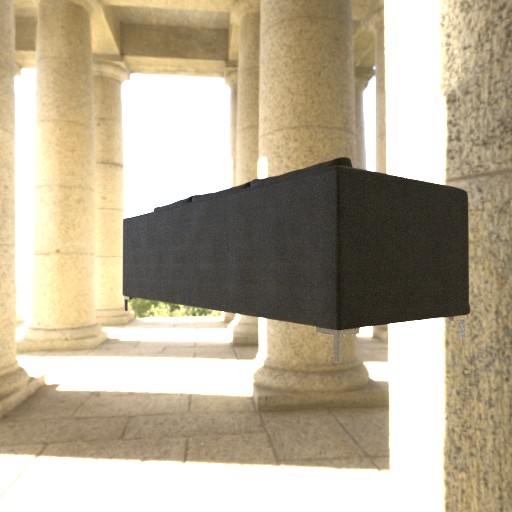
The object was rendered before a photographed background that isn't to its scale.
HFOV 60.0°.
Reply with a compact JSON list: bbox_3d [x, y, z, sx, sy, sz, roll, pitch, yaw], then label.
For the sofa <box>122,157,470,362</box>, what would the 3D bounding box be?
[{"bbox_3d":[0.000,0.000,2.944,0.969,0.867,2.415,1,-2,-36],"label":"sofa"}]
